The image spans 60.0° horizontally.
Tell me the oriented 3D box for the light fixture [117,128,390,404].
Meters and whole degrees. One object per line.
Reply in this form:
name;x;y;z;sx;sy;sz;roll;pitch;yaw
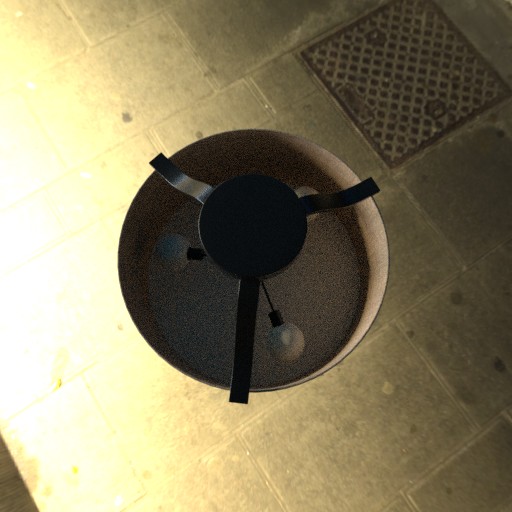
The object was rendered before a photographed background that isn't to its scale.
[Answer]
light fixture;0.000;0.000;0.656;0.390;0.306;0.390;0;76;0
